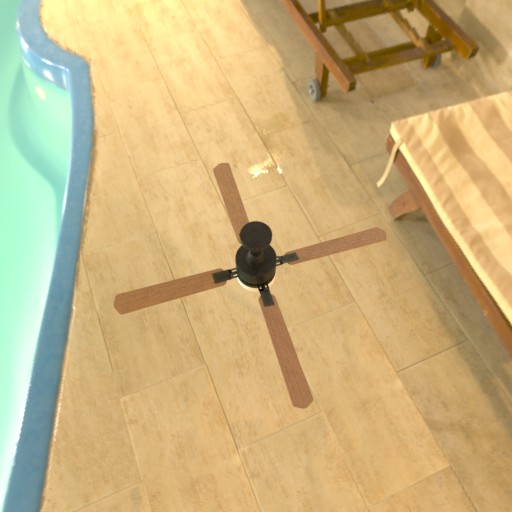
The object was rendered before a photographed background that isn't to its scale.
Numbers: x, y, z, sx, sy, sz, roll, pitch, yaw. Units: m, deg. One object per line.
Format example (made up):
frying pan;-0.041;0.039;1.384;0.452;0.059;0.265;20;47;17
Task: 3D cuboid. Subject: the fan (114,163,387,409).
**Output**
fan;0.000;0.000;1.970;1.320;0.355;1.320;-15;61;-8
